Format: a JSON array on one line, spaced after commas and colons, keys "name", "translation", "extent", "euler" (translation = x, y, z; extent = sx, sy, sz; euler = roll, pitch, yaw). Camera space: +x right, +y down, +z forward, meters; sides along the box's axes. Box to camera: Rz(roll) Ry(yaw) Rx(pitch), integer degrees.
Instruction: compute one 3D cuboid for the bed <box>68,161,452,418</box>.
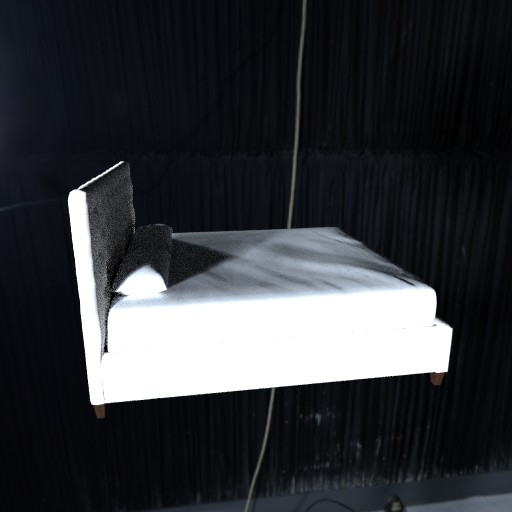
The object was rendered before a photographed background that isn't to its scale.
[{"name": "bed", "translation": [0.000, 0.000, 3.694], "extent": [2.387, 1.427, 2.078], "euler": [-3, 17, -9]}]
